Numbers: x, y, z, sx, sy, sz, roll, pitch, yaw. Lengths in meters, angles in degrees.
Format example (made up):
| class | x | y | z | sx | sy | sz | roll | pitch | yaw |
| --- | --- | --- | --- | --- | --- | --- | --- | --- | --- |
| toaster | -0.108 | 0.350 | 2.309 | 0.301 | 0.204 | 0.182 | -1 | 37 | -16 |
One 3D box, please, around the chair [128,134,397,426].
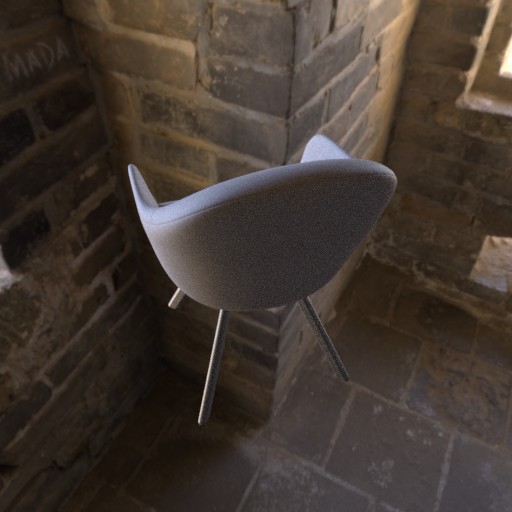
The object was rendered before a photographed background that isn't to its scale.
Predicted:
| class | x | y | z | sx | sy | sz | roll | pitch | yaw |
| --- | --- | --- | --- | --- | --- | --- | --- | --- | --- |
| chair | 0.000 | 0.000 | 1.156 | 0.540 | 0.780 | 0.570 | -12 | 42 | -14 |
